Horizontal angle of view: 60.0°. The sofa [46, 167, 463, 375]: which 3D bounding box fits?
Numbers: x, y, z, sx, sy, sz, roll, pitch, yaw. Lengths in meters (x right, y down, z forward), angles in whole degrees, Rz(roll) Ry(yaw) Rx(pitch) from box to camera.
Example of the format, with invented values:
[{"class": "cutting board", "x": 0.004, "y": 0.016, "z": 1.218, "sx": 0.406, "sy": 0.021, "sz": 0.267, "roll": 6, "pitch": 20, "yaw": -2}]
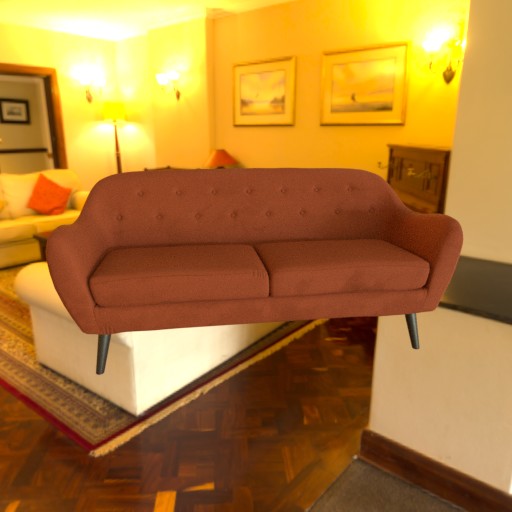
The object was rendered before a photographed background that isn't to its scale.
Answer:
[{"class": "sofa", "x": 0.000, "y": 0.000, "z": 2.298, "sx": 1.840, "sy": 0.836, "sz": 0.820, "roll": -2, "pitch": 16, "yaw": -9}]
